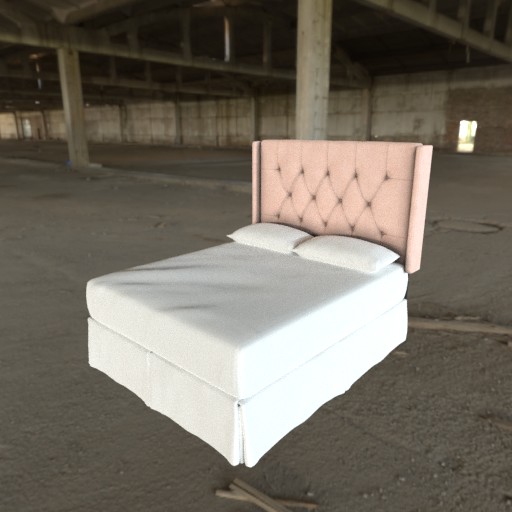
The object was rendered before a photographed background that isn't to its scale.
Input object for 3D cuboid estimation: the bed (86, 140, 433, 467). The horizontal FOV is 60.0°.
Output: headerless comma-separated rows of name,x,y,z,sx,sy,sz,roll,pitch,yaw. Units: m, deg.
bed,0.000,0.000,3.373,1.719,1.665,2.066,14,21,40
